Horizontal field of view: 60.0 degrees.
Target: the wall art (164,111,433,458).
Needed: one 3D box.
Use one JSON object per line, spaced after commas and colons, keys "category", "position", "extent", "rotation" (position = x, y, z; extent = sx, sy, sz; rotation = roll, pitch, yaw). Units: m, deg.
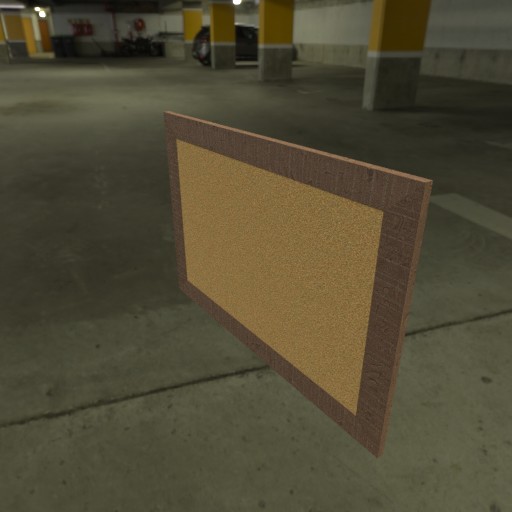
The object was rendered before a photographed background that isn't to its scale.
{"category": "wall art", "position": [0.000, 0.000, 1.170], "extent": [0.019, 0.626, 0.917], "rotation": [-18, 32, -33]}
